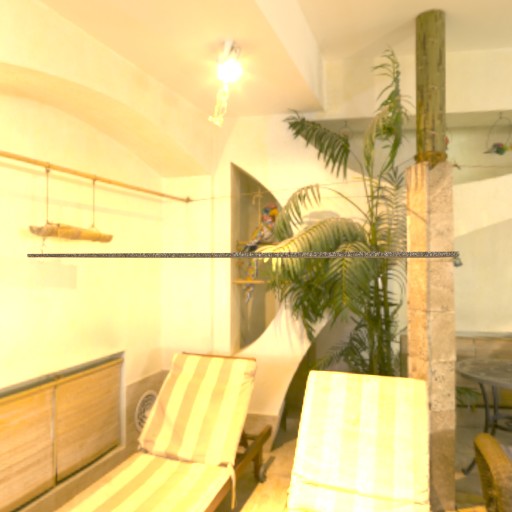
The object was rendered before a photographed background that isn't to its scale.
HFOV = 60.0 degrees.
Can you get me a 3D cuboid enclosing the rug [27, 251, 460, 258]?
[{"bbox_3d":[0.000,0.000,3.442,2.699,0.026,1.802,0,0,18],"label":"rug"}]
